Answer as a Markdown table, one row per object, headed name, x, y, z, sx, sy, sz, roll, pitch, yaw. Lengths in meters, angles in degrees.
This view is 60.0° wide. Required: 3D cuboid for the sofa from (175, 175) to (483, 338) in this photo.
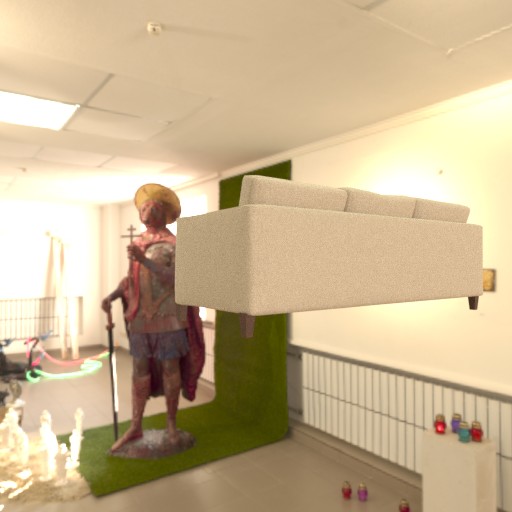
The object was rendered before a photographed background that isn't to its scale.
| name | x | y | z | sx | sy | sz | roll | pitch | yaw |
| --- | --- | --- | --- | --- | --- | --- | --- | --- | --- |
| sofa | 0.000 | 0.000 | 4.430 | 2.522 | 0.934 | 3.333 | 0 | -1 | -36 |
